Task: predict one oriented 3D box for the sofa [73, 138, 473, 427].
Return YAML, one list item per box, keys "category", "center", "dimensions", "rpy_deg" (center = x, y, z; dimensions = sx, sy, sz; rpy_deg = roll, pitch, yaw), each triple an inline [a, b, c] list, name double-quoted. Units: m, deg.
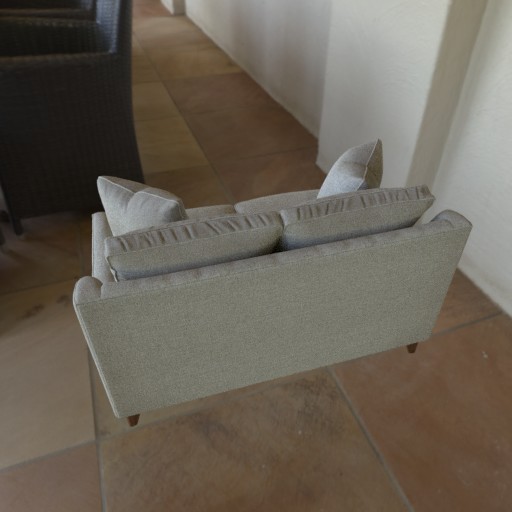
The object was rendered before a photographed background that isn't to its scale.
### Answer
- category: "sofa"
  center: [0.000, 0.000, 2.021]
  dimensions: [1.422, 0.863, 0.915]
  rpy_deg: [-11, 41, -13]
